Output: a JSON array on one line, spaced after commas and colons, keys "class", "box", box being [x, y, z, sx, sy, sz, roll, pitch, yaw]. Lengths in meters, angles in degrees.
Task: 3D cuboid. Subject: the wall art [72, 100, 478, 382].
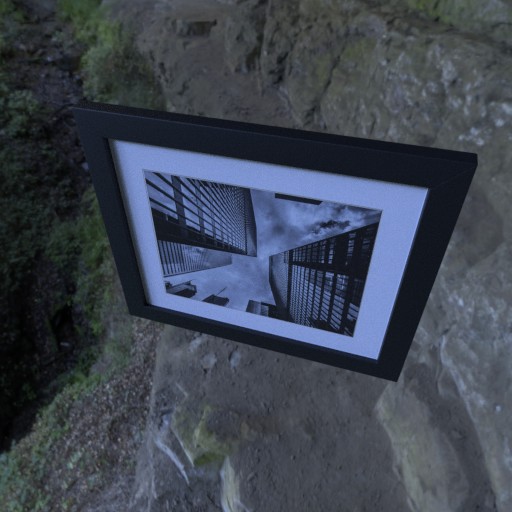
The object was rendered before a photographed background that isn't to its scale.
[{"class": "wall art", "box": [0.000, 0.000, 0.743, 0.558, 0.457, 0.031, 12, 42, 13]}]
